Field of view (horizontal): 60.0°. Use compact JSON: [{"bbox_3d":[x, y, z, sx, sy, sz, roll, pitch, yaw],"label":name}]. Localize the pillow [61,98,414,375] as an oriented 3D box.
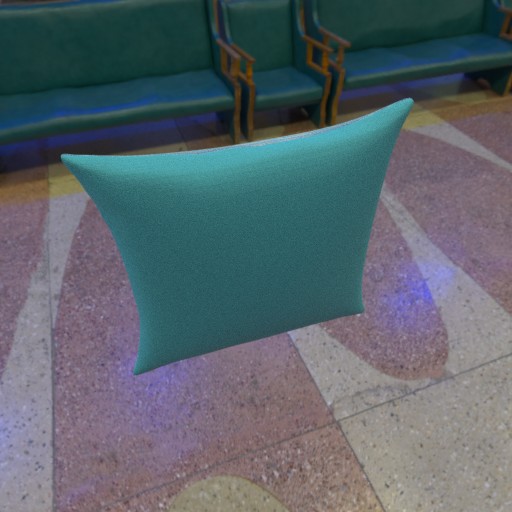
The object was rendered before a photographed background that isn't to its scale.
[{"bbox_3d":[0.000,0.000,0.776,0.514,0.497,0.150,-13,44,-13],"label":"pillow"}]
